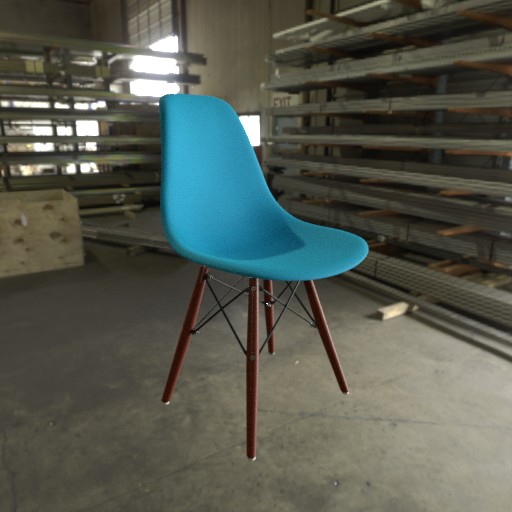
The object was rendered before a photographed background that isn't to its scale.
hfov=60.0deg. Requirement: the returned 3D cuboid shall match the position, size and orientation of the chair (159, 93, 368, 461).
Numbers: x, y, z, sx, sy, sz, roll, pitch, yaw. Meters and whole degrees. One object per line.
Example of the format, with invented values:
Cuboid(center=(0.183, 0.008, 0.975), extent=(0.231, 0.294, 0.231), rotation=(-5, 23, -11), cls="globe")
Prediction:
Cuboid(center=(0.000, 0.000, 1.159), extent=(0.533, 0.826, 0.470), rotation=(15, 21, 43), cls="chair")
